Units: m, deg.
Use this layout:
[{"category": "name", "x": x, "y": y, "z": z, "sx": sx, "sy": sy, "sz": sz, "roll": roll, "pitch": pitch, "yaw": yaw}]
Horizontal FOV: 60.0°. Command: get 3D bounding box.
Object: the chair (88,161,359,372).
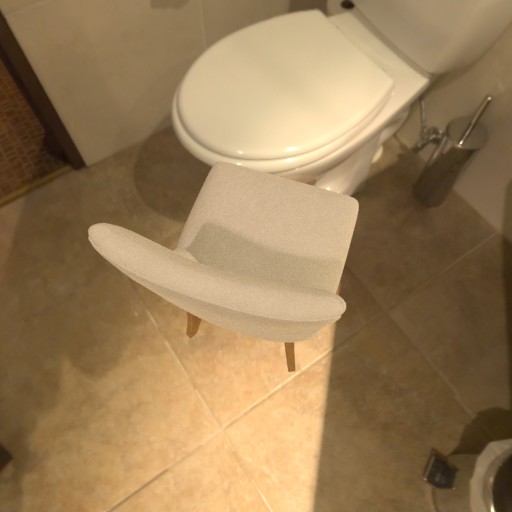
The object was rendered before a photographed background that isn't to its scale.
[{"category": "chair", "x": 0.000, "y": 0.000, "z": 1.256, "sx": 0.495, "sy": 0.902, "sz": 0.610, "roll": 17, "pitch": 66, "yaw": 8}]
